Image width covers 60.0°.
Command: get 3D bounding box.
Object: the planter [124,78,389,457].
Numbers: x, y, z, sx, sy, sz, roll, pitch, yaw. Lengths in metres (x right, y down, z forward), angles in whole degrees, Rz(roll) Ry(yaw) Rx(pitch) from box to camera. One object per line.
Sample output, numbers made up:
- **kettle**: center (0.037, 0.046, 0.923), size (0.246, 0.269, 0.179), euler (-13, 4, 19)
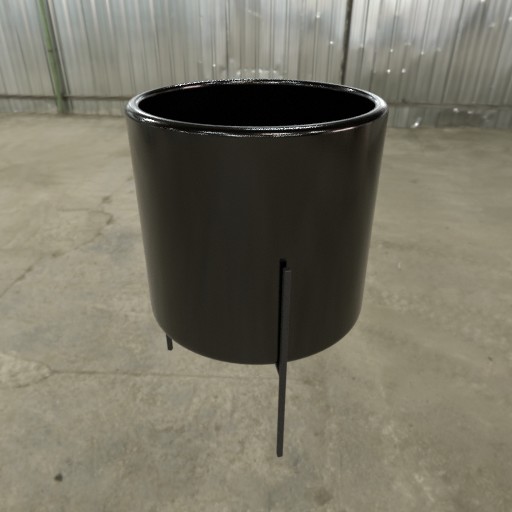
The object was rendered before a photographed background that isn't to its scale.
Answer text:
- **planter**: center (0.000, 0.000, 0.628), size (0.310, 0.432, 0.310), euler (19, 35, 29)
